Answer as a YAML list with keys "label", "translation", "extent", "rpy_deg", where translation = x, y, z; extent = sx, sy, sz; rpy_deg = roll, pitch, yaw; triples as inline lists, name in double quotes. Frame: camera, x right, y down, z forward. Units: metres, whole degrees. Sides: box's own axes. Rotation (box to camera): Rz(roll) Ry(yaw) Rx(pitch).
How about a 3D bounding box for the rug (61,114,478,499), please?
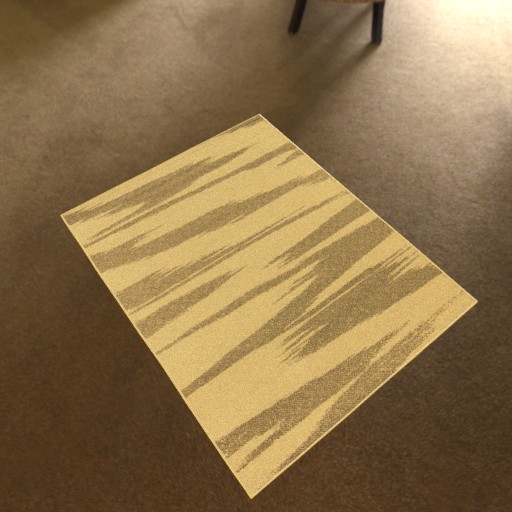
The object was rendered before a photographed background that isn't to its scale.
- label: "rug"
  translation: [0.000, 0.000, 3.887]
  extent: [2.353, 0.014, 2.945]
  rpy_deg: [-33, 63, -19]
